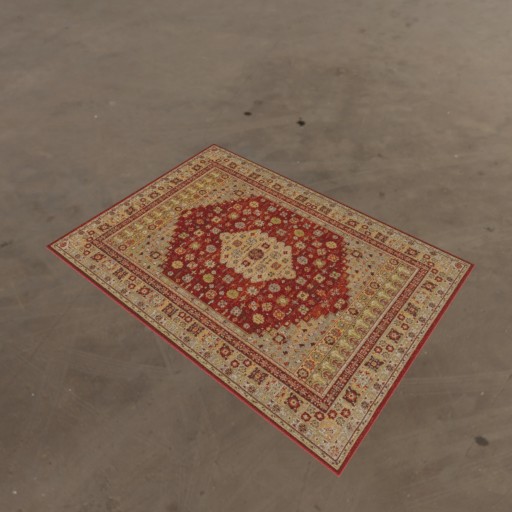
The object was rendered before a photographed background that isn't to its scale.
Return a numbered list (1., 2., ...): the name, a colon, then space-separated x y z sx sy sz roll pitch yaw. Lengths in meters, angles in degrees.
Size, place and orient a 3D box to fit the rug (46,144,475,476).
1. rug: 0.000 0.000 2.810 2.211 0.013 1.593 30 53 26
